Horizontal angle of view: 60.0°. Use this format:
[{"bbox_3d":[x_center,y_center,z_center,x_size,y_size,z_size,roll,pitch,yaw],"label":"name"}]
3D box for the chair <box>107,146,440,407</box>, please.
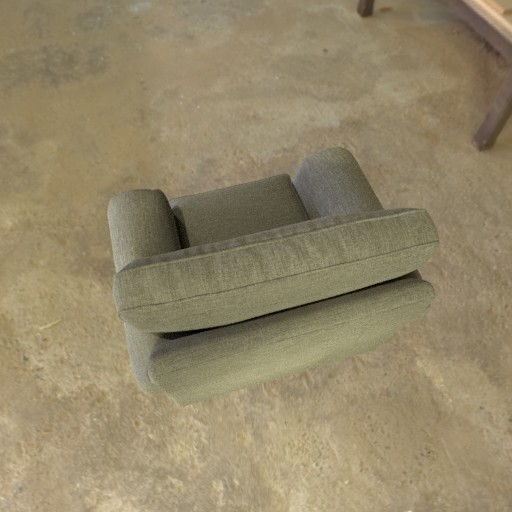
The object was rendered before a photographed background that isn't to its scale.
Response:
[{"bbox_3d":[0.000,0.000,1.819,1.092,0.961,0.965,-14,59,-9],"label":"chair"}]
